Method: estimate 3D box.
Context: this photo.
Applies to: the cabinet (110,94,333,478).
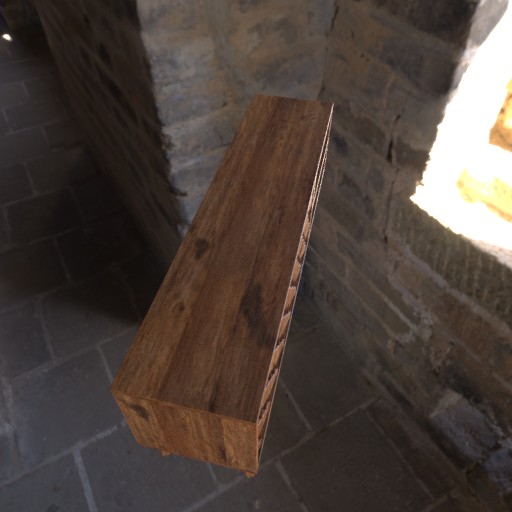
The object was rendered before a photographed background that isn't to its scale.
[{"bbox_3d":[0.000,0.000,1.667,0.349,0.528,1.448,10,48,9],"label":"cabinet"}]
